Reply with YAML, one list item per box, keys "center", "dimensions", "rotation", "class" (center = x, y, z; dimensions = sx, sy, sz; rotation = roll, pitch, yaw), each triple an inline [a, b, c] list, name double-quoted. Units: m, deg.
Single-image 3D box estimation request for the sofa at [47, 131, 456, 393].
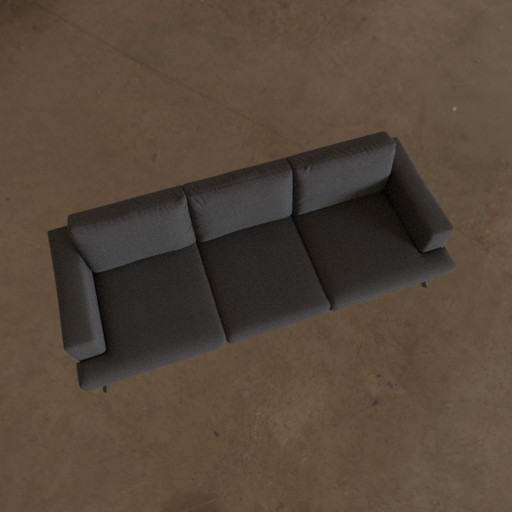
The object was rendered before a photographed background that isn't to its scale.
- center: [0.000, 0.000, 2.729]
  dimensions: [2.310, 0.810, 0.920]
  rotation: [-17, 64, -8]
  class: "sofa"
